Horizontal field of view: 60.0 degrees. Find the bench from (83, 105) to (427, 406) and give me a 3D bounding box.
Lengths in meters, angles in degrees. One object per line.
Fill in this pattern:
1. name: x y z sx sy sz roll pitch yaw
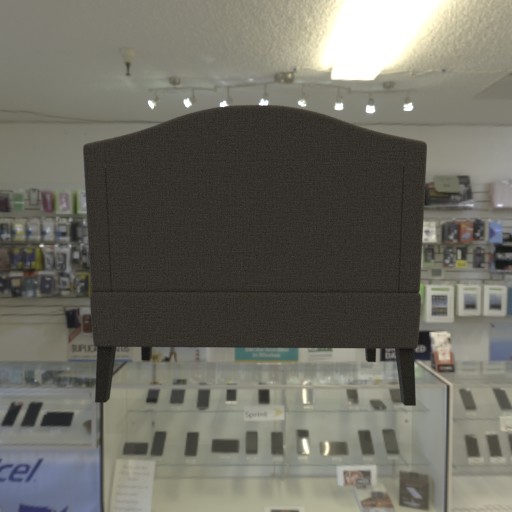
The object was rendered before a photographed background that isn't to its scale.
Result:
1. bench: 0.000 0.000 2.092 1.335 1.180 0.815 0 1 2
